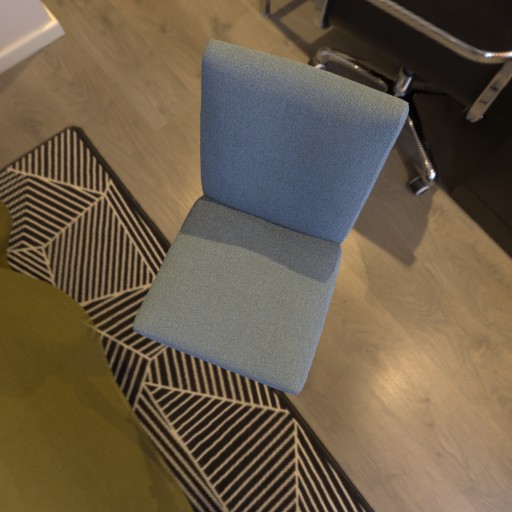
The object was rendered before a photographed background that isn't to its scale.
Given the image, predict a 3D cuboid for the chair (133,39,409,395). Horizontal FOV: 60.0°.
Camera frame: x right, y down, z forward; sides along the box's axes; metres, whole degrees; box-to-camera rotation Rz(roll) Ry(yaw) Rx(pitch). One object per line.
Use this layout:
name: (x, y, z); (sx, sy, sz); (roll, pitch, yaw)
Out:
chair: (0.000, 0.000, 1.238); (0.487, 0.882, 0.629); (20, 75, 5)
